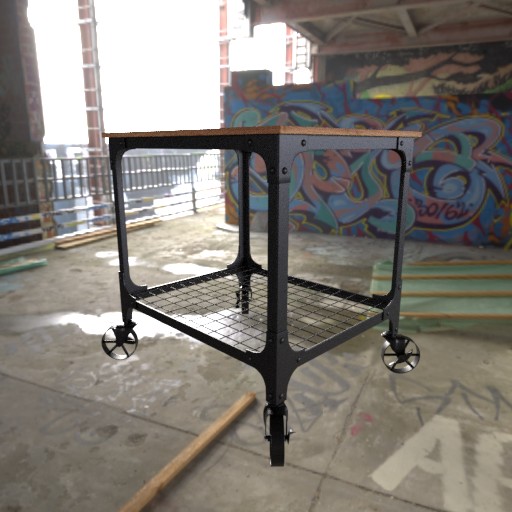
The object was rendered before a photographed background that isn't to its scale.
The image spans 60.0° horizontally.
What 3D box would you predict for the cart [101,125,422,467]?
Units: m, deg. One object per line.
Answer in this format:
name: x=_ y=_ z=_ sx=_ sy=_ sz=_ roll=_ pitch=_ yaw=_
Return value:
cart: x=0.000 y=0.000 z=1.121 sx=0.558 sy=0.603 sz=0.666 roll=-14 pitch=20 yaw=-43
